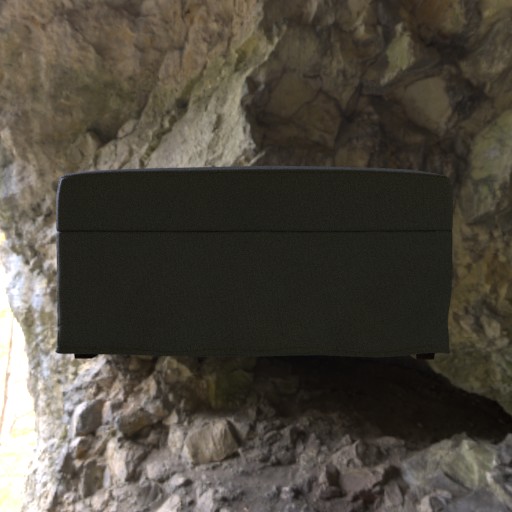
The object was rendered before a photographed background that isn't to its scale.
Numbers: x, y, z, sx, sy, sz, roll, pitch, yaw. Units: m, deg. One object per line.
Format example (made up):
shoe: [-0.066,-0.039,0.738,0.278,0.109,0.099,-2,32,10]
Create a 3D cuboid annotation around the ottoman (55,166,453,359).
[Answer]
ottoman: [0.000,0.000,1.310,0.842,0.441,0.843,0,-1,1]
